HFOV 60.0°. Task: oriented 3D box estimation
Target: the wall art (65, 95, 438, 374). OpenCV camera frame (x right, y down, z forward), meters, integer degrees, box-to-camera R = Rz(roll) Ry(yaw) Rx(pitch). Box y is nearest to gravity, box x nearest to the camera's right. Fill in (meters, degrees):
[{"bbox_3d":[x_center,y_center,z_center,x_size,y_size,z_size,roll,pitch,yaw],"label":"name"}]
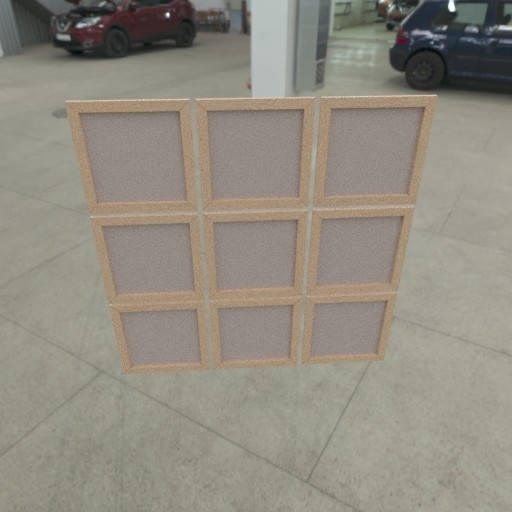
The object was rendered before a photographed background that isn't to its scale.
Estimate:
[{"bbox_3d":[0.000,0.000,1.328,0.917,0.910,0.012,-2,31,-4],"label":"wall art"}]
